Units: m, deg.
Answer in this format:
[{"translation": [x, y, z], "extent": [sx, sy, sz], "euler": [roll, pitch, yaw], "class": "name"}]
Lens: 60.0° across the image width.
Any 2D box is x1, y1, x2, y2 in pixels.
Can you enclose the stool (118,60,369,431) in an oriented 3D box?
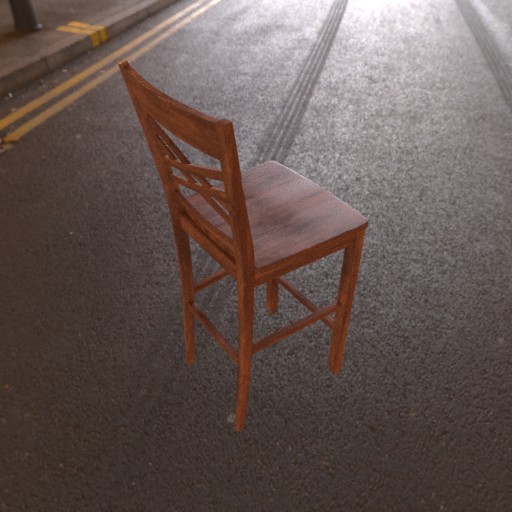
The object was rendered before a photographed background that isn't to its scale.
[{"translation": [0.000, 0.000, 1.335], "extent": [0.487, 1.105, 0.433], "euler": [-26, 47, -27], "class": "stool"}]
